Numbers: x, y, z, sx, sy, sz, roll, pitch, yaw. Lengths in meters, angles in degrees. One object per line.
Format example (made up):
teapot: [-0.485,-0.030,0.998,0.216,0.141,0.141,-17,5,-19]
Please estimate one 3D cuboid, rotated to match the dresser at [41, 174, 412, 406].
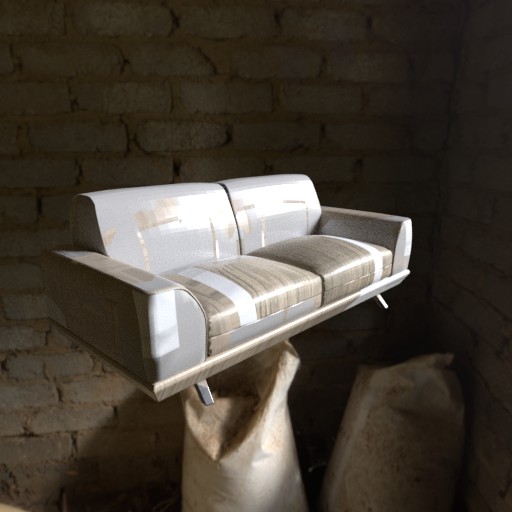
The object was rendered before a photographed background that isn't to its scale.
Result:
dresser: [0.000,0.000,5.831,2.251,1.863,4.679,14,20,42]
